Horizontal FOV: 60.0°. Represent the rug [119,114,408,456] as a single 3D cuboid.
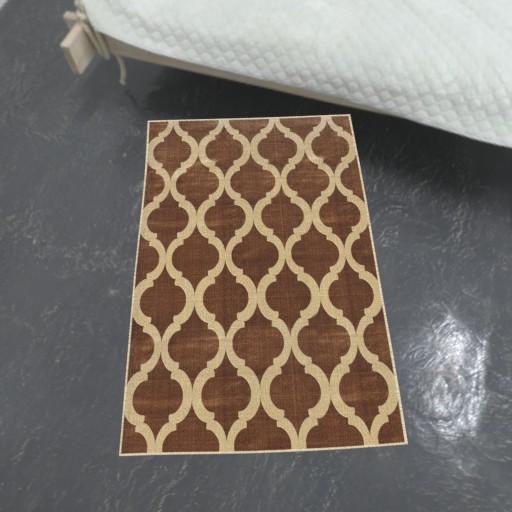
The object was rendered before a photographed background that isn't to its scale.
[{"bbox_3d":[0.000,0.000,2.810,1.522,0.008,2.284,-2,64,-1],"label":"rug"}]
